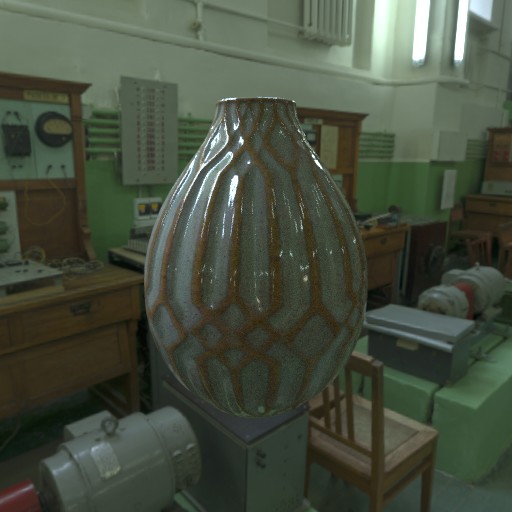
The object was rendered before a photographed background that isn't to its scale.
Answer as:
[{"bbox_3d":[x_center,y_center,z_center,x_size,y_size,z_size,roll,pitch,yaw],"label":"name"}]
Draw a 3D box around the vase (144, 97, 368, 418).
[{"bbox_3d":[0.000,0.000,0.264,0.131,0.175,0.131,0,13,0],"label":"vase"}]
